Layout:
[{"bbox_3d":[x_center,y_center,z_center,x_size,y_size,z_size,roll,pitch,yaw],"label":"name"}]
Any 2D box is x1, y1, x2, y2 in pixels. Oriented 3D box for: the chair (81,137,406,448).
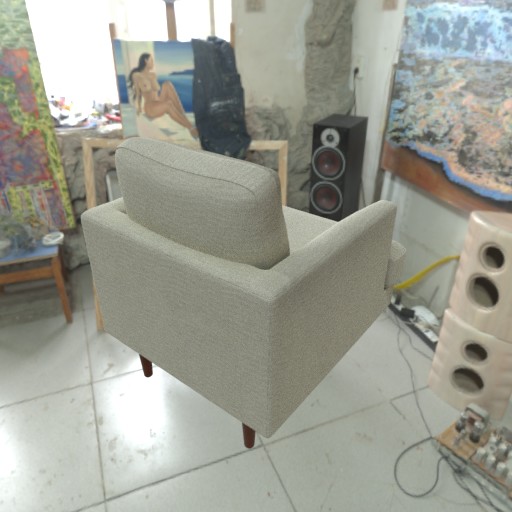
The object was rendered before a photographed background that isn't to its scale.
[{"bbox_3d":[0.000,0.000,1.682,0.858,0.957,0.899,21,36,33],"label":"chair"}]
